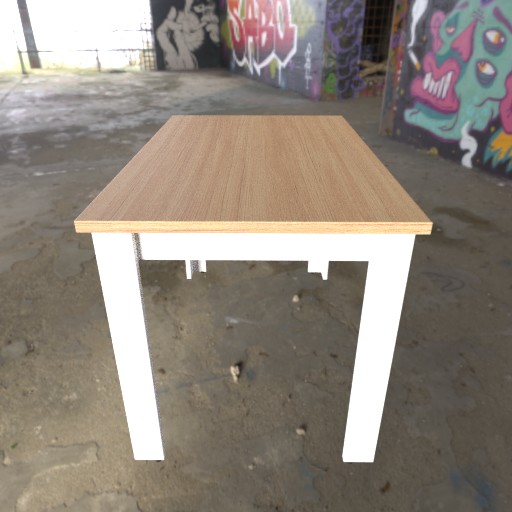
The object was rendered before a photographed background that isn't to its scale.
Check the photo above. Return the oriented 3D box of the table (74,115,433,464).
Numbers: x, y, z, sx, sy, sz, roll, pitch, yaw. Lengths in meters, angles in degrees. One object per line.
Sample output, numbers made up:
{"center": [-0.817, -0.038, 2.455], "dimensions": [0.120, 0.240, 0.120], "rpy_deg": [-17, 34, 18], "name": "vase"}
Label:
{"center": [0.000, 0.000, 1.520], "dimensions": [0.700, 0.734, 1.100], "rpy_deg": [0, 28, 1], "name": "table"}
